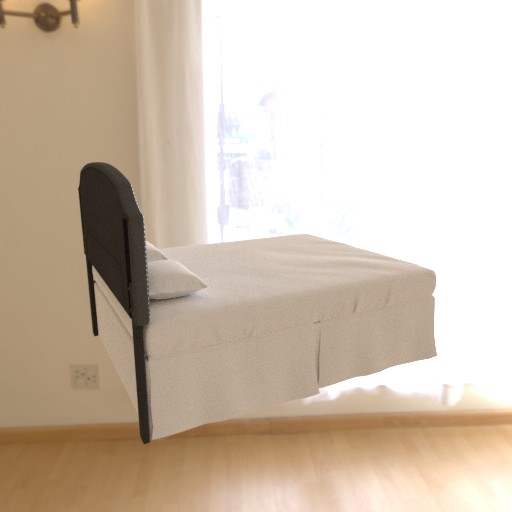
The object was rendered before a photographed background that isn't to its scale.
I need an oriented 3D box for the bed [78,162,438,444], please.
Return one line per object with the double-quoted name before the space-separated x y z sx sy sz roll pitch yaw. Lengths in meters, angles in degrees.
"bed" 0.000 0.000 3.000 1.999 1.270 1.558 -7 16 -28
